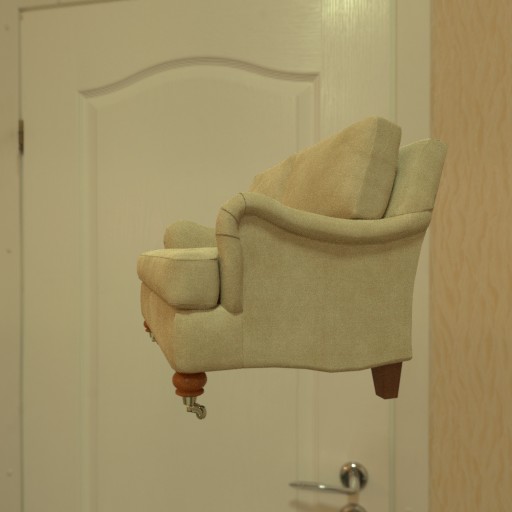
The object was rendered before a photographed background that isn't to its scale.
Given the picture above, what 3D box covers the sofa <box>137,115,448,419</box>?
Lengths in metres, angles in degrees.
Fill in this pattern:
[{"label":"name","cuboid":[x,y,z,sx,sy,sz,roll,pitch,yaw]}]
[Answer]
[{"label":"sofa","cuboid":[0.000,0.000,2.211,1.086,1.087,1.498,0,1,-19]}]
